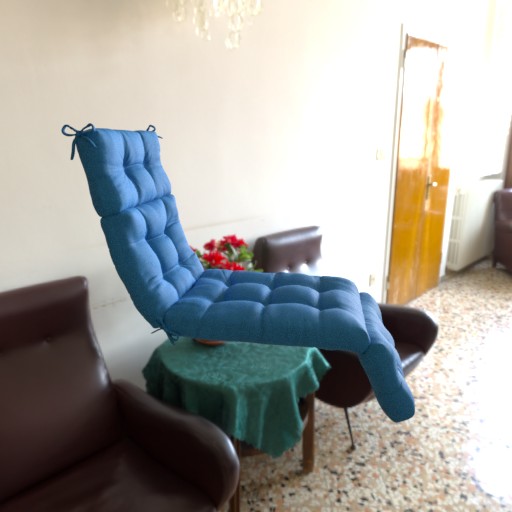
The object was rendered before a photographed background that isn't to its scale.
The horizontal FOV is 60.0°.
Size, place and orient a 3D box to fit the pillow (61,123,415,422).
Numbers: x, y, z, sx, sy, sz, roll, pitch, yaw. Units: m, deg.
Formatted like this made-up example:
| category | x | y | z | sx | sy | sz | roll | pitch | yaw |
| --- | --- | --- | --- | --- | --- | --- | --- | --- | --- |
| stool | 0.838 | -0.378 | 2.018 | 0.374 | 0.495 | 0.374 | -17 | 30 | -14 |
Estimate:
| category | x | y | z | sx | sy | sz | roll | pitch | yaw |
| --- | --- | --- | --- | --- | --- | --- | --- | --- | --- |
| pillow | 0.000 | 0.000 | 1.488 | 1.016 | 0.863 | 0.526 | 2 | 15 | 8 |
